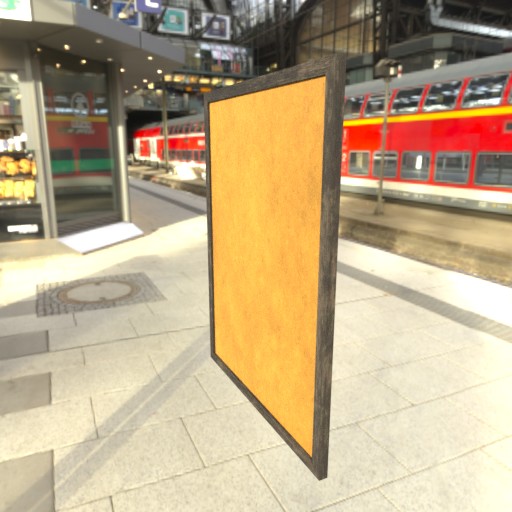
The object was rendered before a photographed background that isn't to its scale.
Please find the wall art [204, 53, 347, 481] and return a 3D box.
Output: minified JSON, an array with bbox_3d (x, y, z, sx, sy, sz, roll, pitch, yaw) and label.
[{"bbox_3d":[0.000,0.000,1.424,0.029,1.066,0.812,-7,15,-26],"label":"wall art"}]
